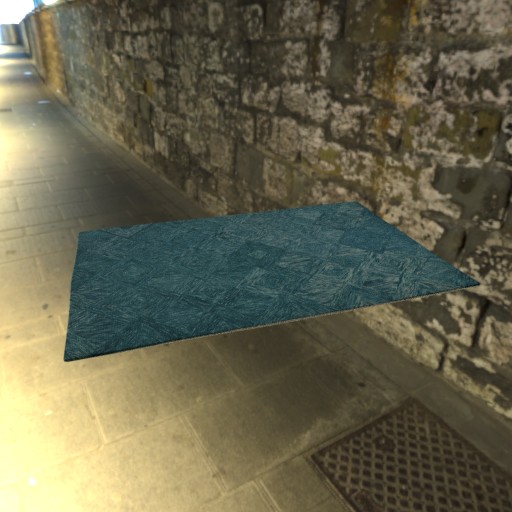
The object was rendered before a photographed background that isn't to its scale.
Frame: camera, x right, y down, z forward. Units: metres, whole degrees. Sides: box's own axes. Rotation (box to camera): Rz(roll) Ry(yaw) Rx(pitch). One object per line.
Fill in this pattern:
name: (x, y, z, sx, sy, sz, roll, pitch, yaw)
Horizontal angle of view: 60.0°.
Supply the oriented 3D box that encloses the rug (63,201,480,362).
rug: (0.000, 0.000, 2.203, 1.728, 0.017, 1.136, -8, 28, -15)
